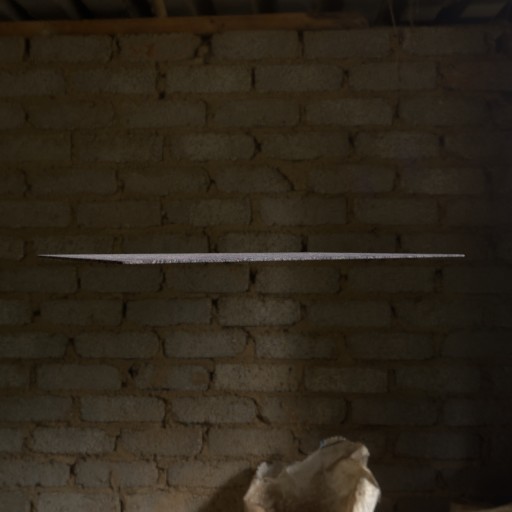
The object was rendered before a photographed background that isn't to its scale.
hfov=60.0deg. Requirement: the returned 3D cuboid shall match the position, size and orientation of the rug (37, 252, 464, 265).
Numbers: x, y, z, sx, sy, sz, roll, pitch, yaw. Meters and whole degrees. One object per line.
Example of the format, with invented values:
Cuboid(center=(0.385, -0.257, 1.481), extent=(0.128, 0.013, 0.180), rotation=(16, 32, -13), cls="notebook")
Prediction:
Cuboid(center=(0.000, 0.000, 2.158), extent=(1.752, 0.013, 1.158), rotation=(-1, 1, -37), cls="rug")
